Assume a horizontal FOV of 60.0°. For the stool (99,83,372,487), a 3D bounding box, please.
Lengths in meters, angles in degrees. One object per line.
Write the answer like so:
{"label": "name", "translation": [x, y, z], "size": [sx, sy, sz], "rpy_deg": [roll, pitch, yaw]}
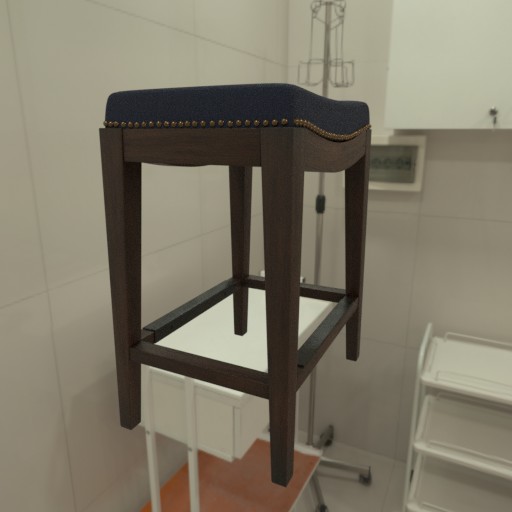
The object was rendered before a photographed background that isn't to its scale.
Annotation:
{"label": "stool", "translation": [0.000, 0.000, 0.944], "size": [0.361, 0.642, 0.500], "rpy_deg": [8, 17, 25]}
